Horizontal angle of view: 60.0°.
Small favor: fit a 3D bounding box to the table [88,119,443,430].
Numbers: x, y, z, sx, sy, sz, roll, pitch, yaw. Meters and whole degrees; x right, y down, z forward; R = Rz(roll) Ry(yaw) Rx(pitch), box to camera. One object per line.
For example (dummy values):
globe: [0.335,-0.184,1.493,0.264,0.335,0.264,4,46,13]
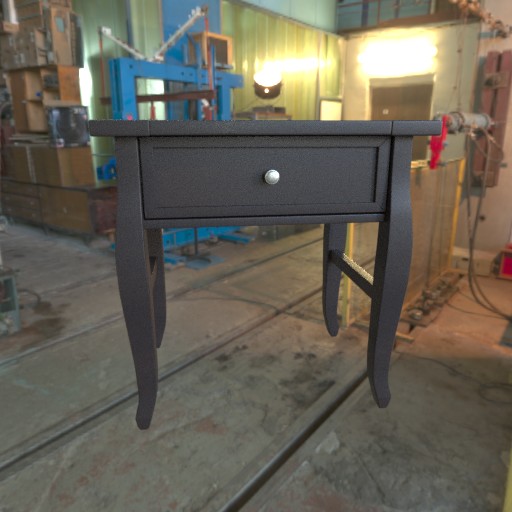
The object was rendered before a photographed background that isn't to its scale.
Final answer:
table: [0.000,0.000,1.043,0.602,0.605,0.460,-2,16,-8]
